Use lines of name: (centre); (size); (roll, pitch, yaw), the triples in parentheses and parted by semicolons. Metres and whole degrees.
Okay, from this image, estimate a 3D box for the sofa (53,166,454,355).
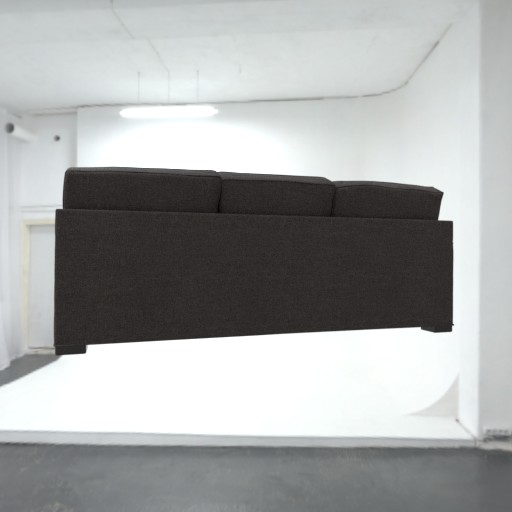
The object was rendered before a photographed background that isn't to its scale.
sofa: (0.000, 0.000, 2.965); (2.369, 0.978, 1.004); (0, 0, -17)
